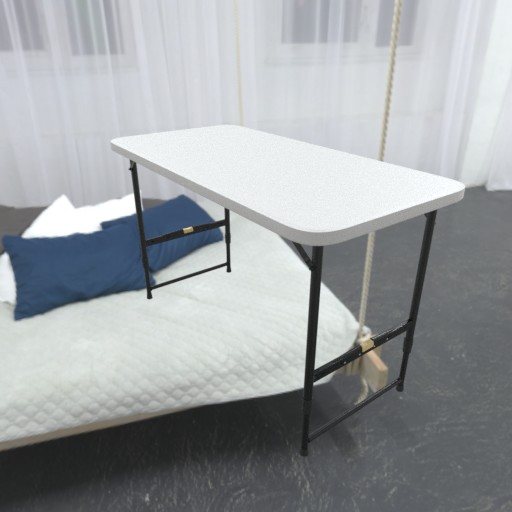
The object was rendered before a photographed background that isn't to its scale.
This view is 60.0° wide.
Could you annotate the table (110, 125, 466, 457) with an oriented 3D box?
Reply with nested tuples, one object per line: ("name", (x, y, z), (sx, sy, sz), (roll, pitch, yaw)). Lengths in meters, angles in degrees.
("table", (0.000, 0.000, 1.651), (0.610, 0.737, 1.219), (-18, 31, -32))
